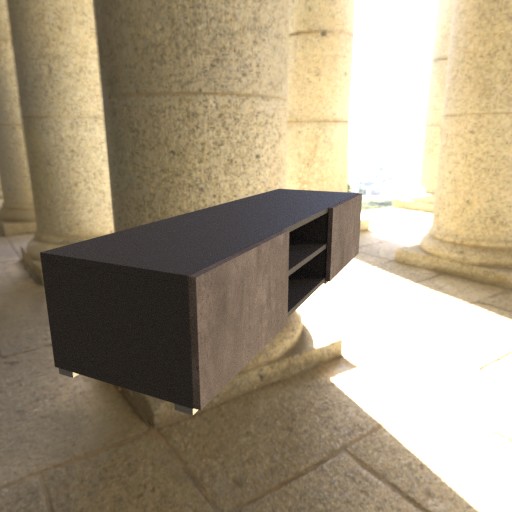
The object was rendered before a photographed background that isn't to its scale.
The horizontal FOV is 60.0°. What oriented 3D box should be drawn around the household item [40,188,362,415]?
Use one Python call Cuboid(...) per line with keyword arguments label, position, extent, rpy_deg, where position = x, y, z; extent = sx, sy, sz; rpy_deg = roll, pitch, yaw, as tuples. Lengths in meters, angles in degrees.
Cuboid(label="household item", position=(0.000, 0.000, 1.570), extent=(0.420, 0.310, 1.400), rpy_deg=(7, 17, 25))
